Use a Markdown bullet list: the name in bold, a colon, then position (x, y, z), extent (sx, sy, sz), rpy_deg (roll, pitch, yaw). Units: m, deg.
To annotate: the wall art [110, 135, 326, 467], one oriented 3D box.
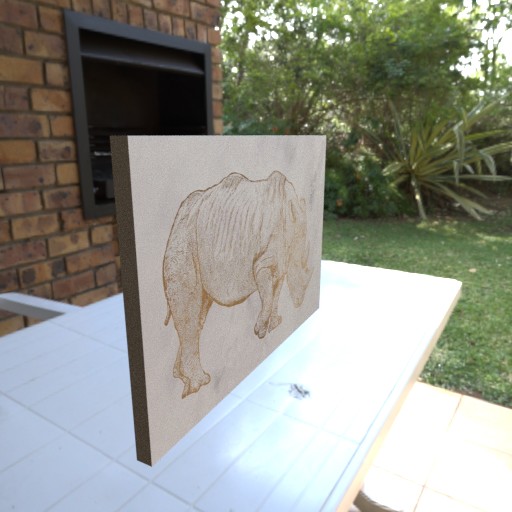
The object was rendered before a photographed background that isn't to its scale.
- **wall art**: position (0.000, 0.000, 1.164), extent (0.038, 0.610, 0.915), rpy_deg (8, 17, 27)
